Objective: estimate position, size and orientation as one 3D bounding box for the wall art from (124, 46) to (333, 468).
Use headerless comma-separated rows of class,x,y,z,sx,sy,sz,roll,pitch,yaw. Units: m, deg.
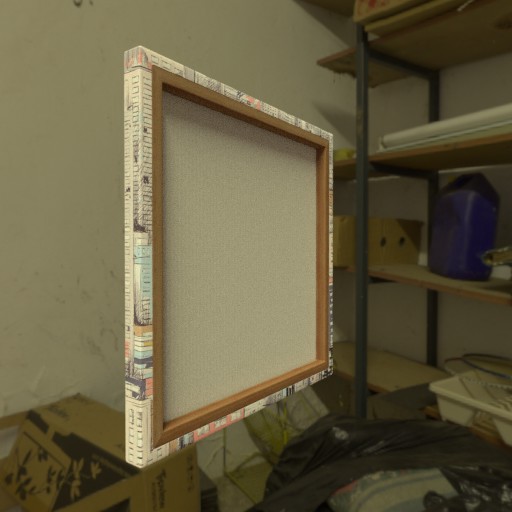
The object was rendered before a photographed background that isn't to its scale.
wall art,0.000,0.000,0.888,0.038,0.608,0.607,1,1,36
